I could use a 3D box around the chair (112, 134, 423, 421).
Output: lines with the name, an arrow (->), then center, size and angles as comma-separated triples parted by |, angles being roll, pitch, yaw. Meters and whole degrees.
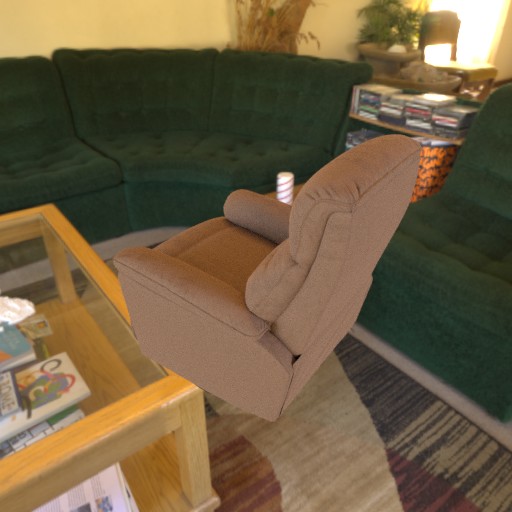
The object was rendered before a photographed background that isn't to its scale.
chair -> 0.000, 0.000, 1.787 | 1.004, 1.037, 0.820 | 20, 37, 30
